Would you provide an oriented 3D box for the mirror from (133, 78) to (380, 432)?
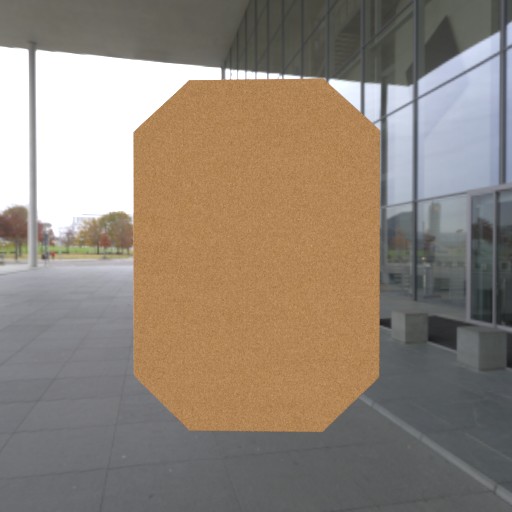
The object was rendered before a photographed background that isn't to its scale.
[{"bbox_3d":[0.000,0.000,1.306,0.709,1.015,0.061,0,1,1],"label":"mirror"}]
